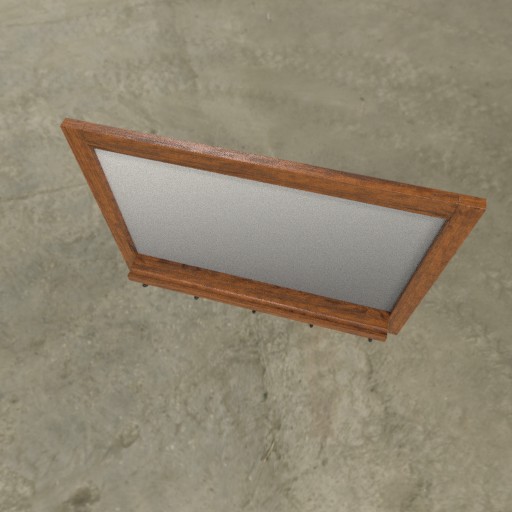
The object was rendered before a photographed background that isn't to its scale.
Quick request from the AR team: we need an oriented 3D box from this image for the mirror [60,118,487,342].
[{"bbox_3d":[0.000,0.000,0.982,0.758,0.537,0.084,13,59,8],"label":"mirror"}]
